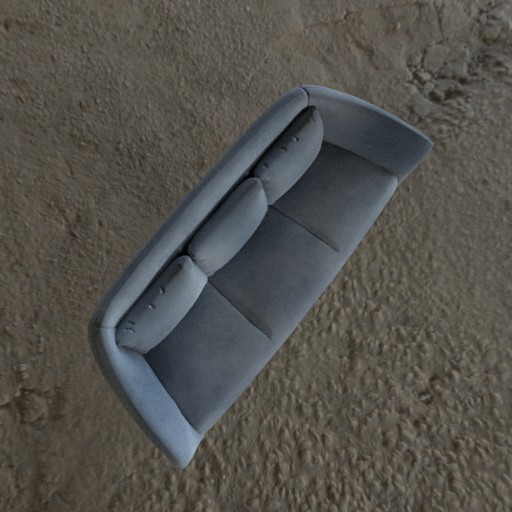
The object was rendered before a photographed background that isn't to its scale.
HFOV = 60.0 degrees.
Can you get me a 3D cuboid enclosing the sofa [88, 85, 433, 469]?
[{"bbox_3d":[0.000,0.000,2.525,0.849,0.795,2.095,38,79,9],"label":"sofa"}]
